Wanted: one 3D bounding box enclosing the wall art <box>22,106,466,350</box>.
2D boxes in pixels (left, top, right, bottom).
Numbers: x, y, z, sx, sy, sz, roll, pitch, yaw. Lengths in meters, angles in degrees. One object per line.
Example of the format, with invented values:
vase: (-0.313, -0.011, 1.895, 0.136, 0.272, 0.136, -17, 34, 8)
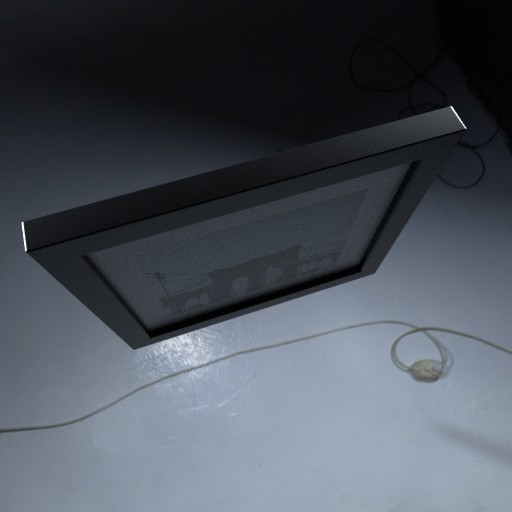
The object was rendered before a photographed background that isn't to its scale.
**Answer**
wall art: (0.000, 0.000, 0.519, 0.380, 0.330, 0.028, -17, 66, -8)
